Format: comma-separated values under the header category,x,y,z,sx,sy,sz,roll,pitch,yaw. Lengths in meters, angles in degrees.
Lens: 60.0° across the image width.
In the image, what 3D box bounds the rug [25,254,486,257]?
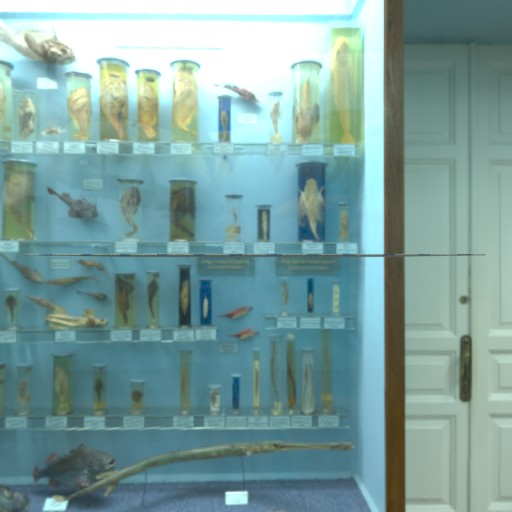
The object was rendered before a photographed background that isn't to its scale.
category,x,y,z,sx,sy,sz,roll,pitch,yaw
rug,0.000,0.000,4.168,3.059,0.008,2.453,0,0,0
